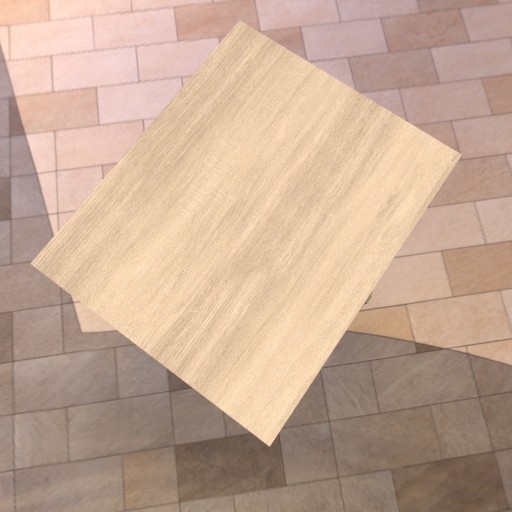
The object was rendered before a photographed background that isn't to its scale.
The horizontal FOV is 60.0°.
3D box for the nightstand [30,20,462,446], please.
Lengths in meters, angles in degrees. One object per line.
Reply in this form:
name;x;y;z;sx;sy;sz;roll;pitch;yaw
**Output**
nightstand;0.000;0.000;0.821;0.380;0.500;0.450;35;79;8
